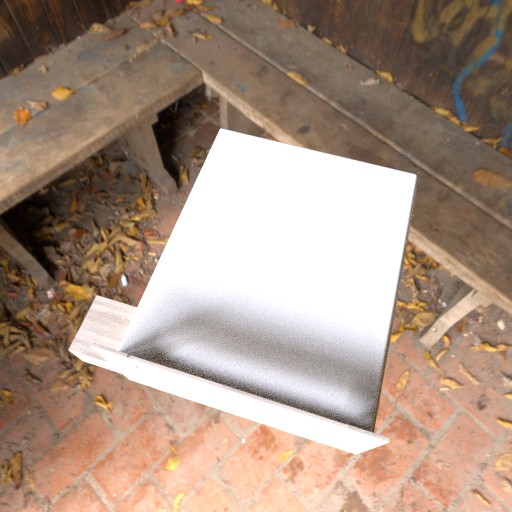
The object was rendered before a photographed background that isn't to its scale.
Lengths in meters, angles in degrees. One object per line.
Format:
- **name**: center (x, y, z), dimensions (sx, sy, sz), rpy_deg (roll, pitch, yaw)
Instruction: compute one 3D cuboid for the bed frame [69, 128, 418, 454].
- **bed frame**: center (0.000, 0.000, 3.199), dimensions (2.040, 0.860, 2.050), rpy_deg (15, 63, 8)
